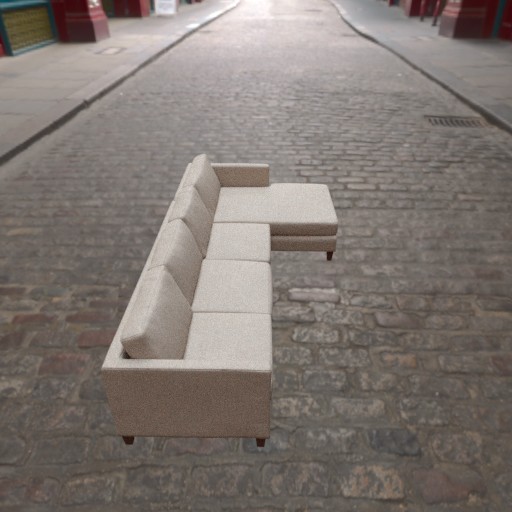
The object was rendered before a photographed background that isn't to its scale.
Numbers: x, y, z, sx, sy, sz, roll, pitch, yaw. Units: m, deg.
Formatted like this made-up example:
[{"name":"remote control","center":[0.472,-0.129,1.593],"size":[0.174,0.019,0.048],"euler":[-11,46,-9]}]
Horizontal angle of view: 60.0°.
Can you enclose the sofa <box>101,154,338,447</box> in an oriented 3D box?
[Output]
[{"name":"sofa","center":[0.000,0.000,3.847],"size":[1.625,0.846,3.186],"euler":[1,32,1]}]
